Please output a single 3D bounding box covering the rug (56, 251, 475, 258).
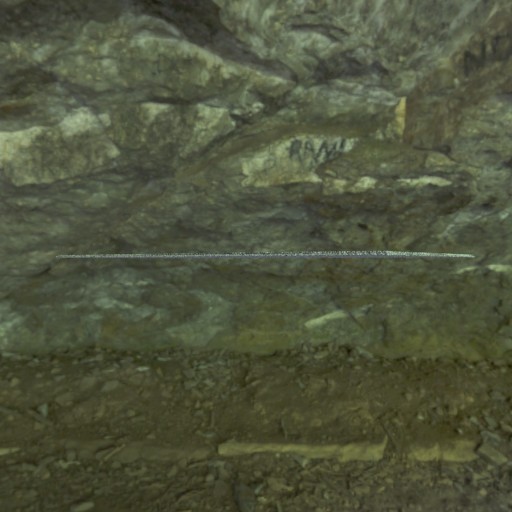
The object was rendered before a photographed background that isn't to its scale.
[{"bbox_3d":[0.000,0.000,3.042,2.443,0.021,1.538,0,-1,37],"label":"rug"}]
